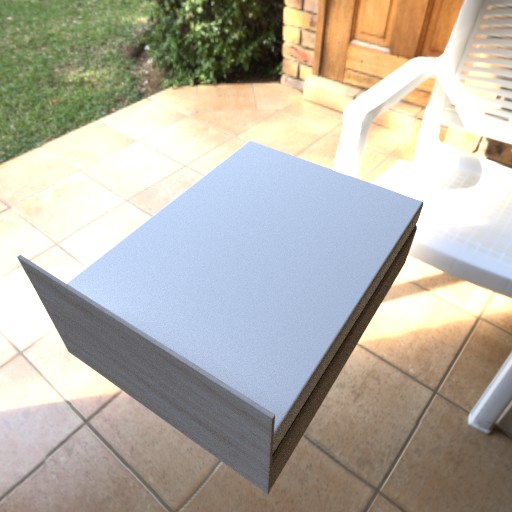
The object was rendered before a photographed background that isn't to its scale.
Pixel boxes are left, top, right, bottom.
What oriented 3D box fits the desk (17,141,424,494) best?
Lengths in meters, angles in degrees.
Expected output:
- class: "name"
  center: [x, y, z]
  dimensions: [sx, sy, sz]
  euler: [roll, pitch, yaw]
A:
- class: "desk"
  center: [0.000, 0.000, 2.623]
  dimensions: [1.400, 0.800, 1.900]
  euler: [25, 50, 23]
